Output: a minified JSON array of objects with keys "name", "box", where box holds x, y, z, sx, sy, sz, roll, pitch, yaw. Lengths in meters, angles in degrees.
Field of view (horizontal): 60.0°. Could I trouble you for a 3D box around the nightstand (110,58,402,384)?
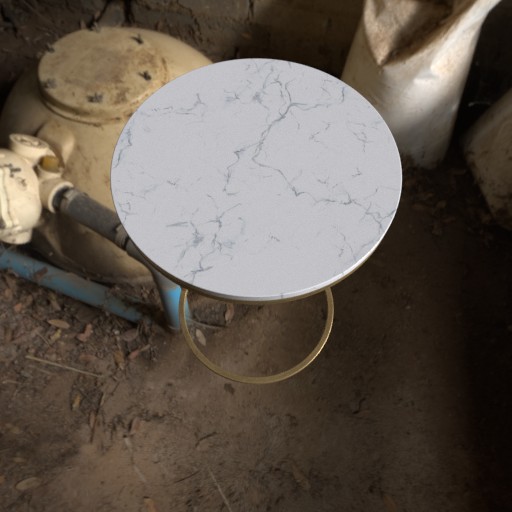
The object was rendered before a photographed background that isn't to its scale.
[{"name":"nightstand","box":[0.000,0.000,0.888,0.400,0.610,0.400,-19,66,-9]}]
